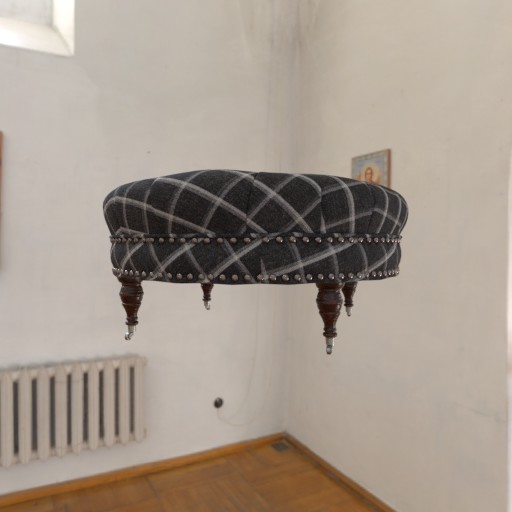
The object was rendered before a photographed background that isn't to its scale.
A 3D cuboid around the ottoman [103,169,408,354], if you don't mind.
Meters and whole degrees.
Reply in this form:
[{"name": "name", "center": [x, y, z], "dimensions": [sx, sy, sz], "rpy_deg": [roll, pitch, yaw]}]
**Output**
[{"name": "ottoman", "center": [0.000, 0.000, 1.372], "dimensions": [0.901, 0.439, 0.901], "rpy_deg": [0, 2, 0]}]
